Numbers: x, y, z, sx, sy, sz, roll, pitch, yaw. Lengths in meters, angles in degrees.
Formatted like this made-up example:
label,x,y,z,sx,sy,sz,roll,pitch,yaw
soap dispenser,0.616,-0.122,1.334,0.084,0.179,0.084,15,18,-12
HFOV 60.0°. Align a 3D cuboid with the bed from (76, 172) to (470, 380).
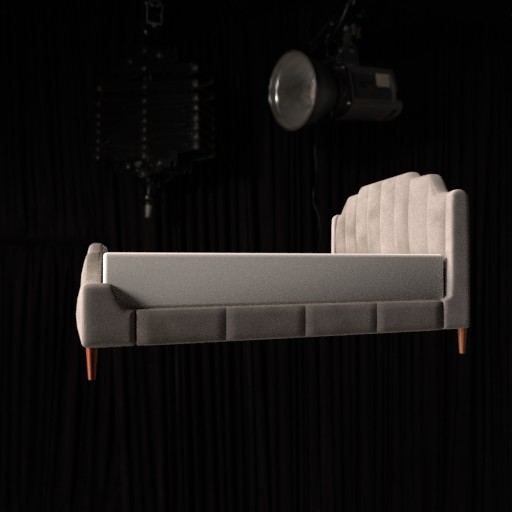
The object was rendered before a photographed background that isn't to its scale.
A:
label,x,y,z,sx,sy,sz,roll,pitch,yaw
bed,0.000,0.000,3.278,2.340,1.245,1.676,0,-1,-17
